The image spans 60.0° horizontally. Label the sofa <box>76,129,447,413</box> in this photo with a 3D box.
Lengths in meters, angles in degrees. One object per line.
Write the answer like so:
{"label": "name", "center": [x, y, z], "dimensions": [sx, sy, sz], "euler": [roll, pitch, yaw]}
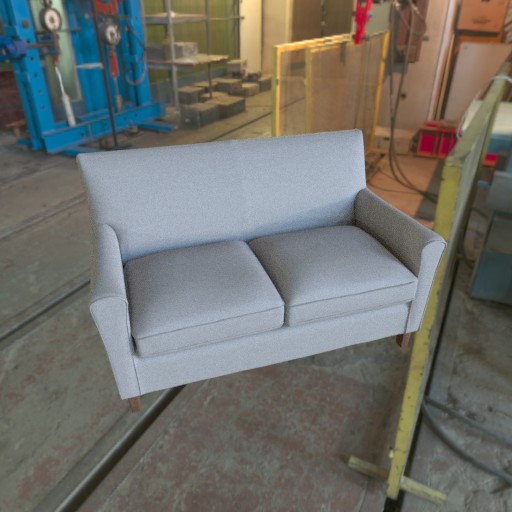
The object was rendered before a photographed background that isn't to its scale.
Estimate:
{"label": "sofa", "center": [0.000, 0.000, 2.120], "dimensions": [1.482, 0.890, 0.888], "euler": [-9, 32, -15]}
